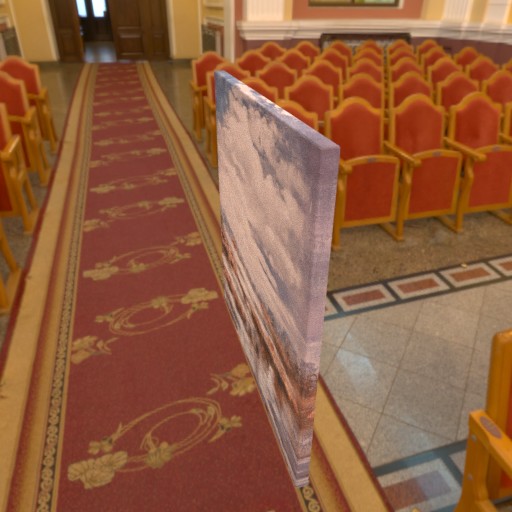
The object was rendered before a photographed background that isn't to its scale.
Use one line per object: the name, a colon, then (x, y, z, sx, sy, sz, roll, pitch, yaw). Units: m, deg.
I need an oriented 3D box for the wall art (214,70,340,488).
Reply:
wall art: (0.000, 0.000, 1.476, 0.040, 1.020, 1.010, -8, 31, -13)
